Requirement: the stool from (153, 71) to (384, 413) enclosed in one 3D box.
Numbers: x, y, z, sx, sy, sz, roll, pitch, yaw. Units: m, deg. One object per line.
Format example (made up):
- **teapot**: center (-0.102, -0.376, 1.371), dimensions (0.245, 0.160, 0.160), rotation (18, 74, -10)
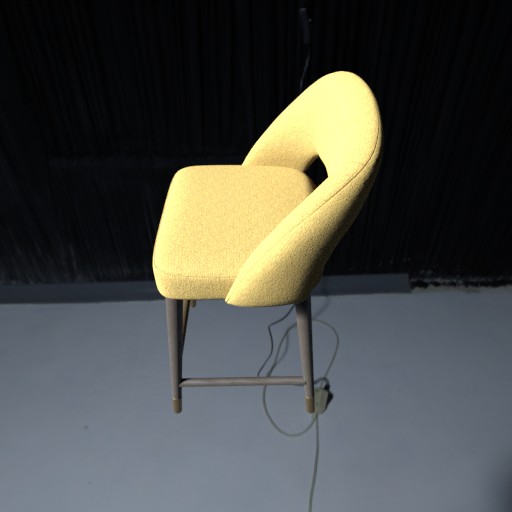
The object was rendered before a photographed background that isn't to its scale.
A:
- **stool**: center (0.000, 0.000, 1.254), dimensions (0.522, 0.939, 0.536), rotation (0, 43, 0)
